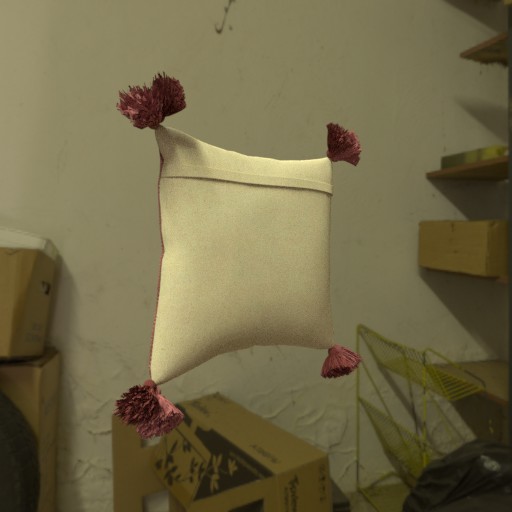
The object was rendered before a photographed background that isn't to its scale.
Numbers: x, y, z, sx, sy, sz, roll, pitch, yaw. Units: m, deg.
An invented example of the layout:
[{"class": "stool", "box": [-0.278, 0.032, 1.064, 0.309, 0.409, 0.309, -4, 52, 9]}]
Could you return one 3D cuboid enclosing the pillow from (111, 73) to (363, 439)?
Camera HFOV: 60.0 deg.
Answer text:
[{"class": "pillow", "box": [0.000, 0.000, 0.959, 0.641, 0.659, 0.138, 0, 0, -37]}]
